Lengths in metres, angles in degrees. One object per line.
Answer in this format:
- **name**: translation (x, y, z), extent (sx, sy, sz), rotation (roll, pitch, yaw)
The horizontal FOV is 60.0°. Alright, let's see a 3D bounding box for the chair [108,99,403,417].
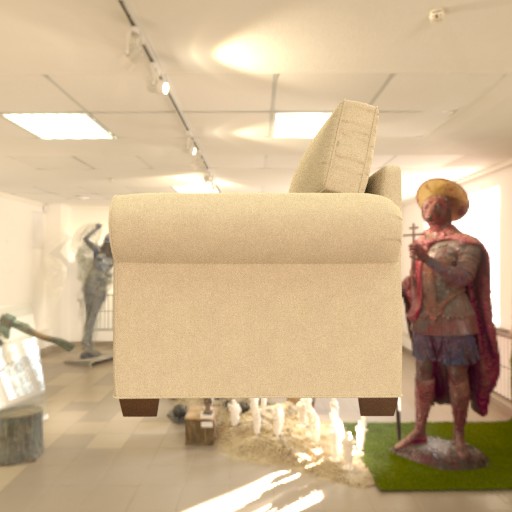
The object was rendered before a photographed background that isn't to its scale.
- **chair**: translation (0.000, 0.000, 1.736), extent (0.863, 0.955, 1.040), rotation (0, -1, 0)
